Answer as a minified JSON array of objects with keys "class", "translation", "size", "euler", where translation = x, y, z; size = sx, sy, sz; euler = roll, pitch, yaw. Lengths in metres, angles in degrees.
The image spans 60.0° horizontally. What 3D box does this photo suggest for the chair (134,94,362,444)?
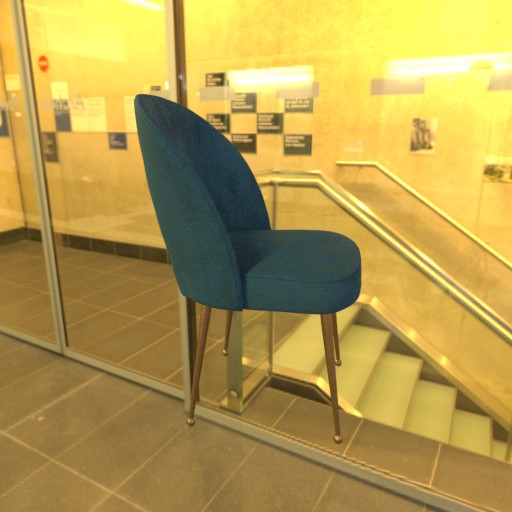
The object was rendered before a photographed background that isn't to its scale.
[{"class":"chair","translation":[0.000,0.000,1.247],"size":[0.577,0.860,0.527],"euler":[3,16,10]}]
